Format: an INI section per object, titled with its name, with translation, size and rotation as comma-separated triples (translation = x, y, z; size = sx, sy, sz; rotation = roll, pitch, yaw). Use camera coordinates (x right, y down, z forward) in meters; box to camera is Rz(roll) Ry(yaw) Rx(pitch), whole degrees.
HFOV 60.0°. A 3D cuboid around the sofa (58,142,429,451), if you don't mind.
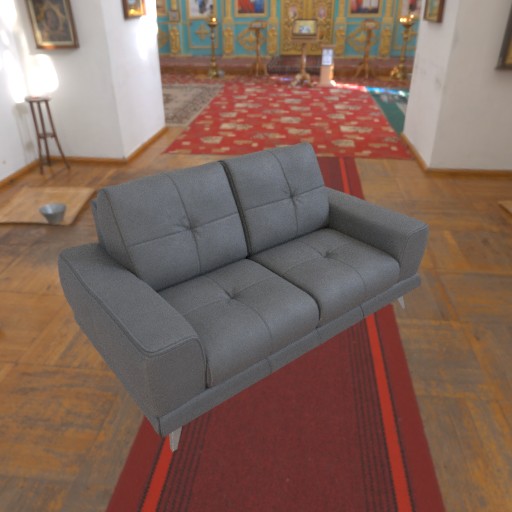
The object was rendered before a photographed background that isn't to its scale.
[sofa]
translation = 0.000, 0.000, 2.392
size = 1.806, 0.907, 1.018
rotation = -21, 35, -33
